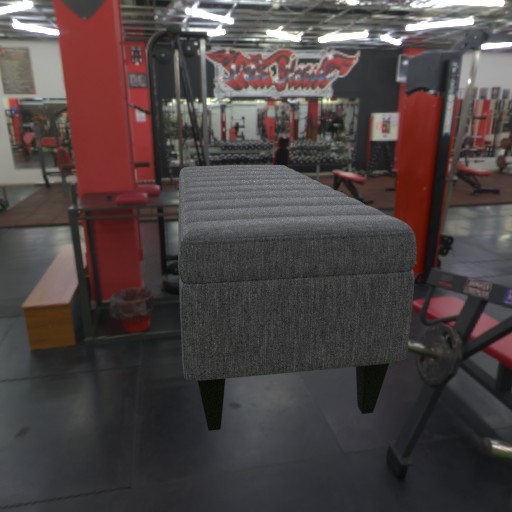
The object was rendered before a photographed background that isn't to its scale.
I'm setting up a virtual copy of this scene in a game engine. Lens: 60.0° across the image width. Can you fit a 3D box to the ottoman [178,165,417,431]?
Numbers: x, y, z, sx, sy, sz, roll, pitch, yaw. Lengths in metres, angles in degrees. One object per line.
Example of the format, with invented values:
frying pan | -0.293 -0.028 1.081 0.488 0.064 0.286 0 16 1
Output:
ottoman | 0.000 0.000 1.431 0.482 0.469 1.151 -3 18 -9
